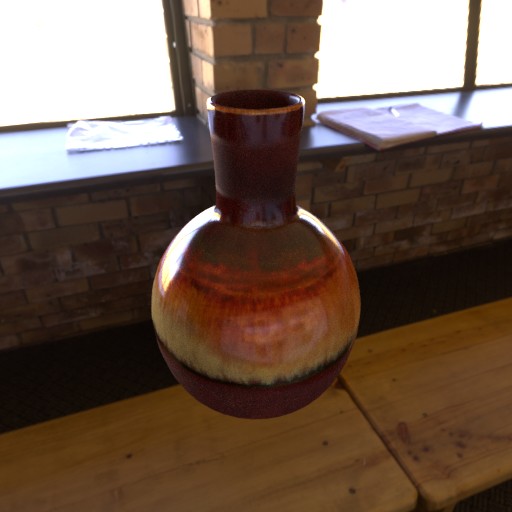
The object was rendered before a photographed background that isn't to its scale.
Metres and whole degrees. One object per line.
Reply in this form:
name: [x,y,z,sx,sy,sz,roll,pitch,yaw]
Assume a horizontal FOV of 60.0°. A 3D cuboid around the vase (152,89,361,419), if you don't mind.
vase: [0.000,0.000,0.226,0.111,0.154,0.111,0,31,0]
